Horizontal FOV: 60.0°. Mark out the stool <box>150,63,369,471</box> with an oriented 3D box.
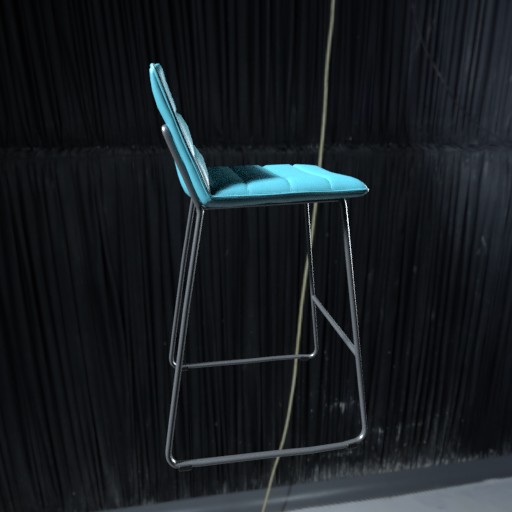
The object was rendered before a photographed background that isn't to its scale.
[{"bbox_3d":[0.000,0.000,1.217,0.524,0.936,0.489,-3,17,-9],"label":"stool"}]
